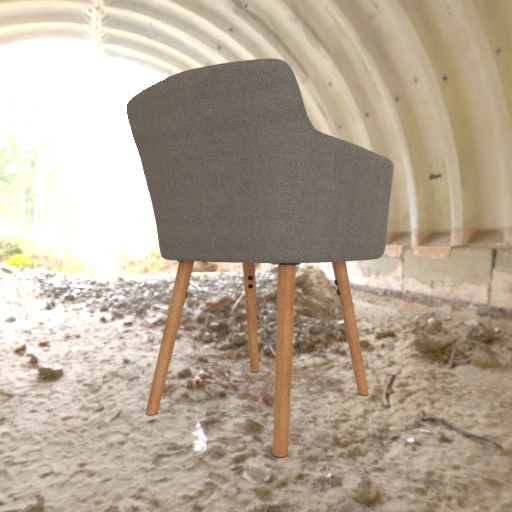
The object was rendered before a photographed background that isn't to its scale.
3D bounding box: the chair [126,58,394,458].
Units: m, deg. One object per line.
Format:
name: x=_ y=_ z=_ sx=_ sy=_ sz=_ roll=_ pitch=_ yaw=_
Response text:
chair: x=0.000 y=0.000 z=1.136 sx=0.570 sy=0.780 sz=0.540 roll=1 pitch=2 yaw=35
